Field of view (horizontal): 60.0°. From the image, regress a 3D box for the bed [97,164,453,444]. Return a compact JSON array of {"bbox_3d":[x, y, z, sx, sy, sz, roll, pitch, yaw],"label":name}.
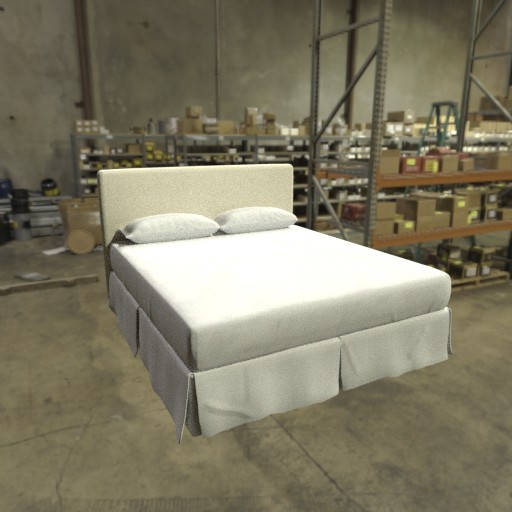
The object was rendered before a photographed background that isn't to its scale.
[{"bbox_3d":[0.000,0.000,3.607,2.119,1.317,2.341,-8,17,-27],"label":"bed"}]
